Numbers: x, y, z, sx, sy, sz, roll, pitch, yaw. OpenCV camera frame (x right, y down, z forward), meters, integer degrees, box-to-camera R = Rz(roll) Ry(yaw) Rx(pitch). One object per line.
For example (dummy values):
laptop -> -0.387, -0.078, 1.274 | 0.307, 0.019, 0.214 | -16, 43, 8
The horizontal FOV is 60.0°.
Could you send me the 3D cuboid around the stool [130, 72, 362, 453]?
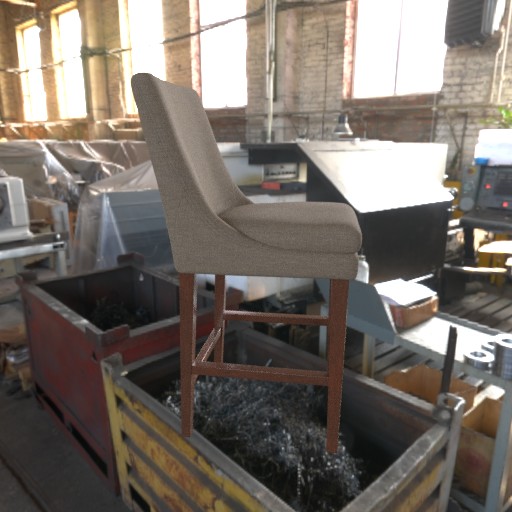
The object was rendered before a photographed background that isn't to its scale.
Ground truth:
stool -> 0.000, 0.000, 1.317 | 0.577, 0.981, 0.470 | 2, 15, 9
